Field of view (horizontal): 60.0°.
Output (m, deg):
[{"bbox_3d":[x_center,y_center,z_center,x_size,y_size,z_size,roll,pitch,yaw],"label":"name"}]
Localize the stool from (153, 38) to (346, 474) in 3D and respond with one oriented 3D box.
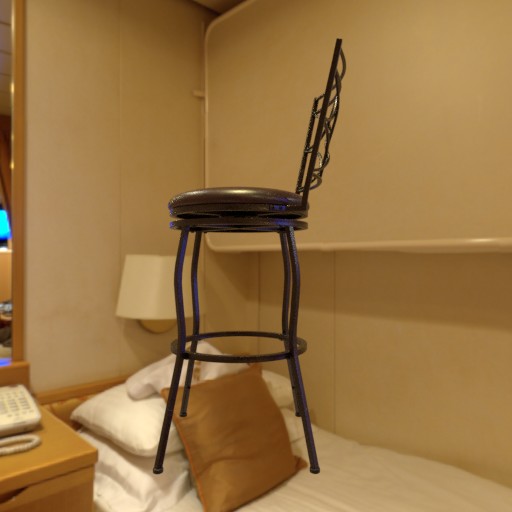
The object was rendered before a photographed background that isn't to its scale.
[{"bbox_3d":[0.000,0.000,1.350,0.534,1.117,0.434,0,0,0],"label":"stool"}]
